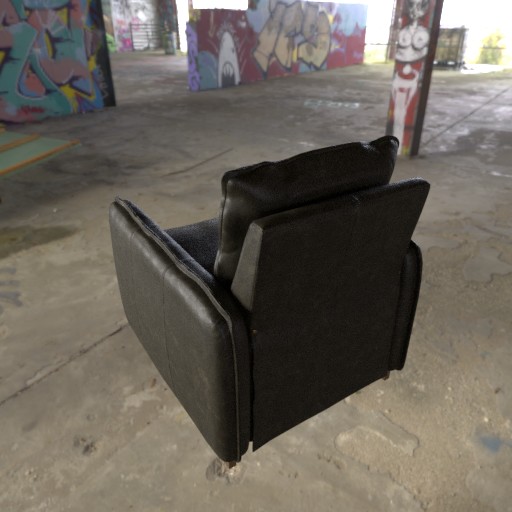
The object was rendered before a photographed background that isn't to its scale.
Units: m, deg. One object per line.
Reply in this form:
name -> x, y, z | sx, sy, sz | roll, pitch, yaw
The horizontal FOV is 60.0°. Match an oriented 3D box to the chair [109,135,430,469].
chair -> 0.000, 0.000, 1.593 | 0.830, 0.921, 0.921 | -17, 33, -29
